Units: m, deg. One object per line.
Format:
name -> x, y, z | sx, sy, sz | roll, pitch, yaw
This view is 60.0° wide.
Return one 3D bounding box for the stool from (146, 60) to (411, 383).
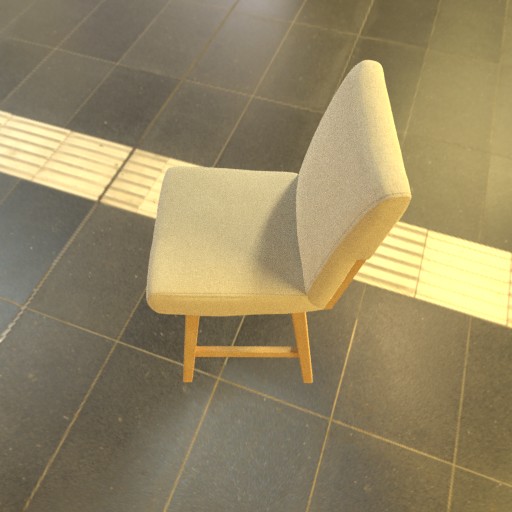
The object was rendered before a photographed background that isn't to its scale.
stool -> 0.000, 0.000, 1.275 | 0.543, 1.015, 0.446 | 0, 58, 0
